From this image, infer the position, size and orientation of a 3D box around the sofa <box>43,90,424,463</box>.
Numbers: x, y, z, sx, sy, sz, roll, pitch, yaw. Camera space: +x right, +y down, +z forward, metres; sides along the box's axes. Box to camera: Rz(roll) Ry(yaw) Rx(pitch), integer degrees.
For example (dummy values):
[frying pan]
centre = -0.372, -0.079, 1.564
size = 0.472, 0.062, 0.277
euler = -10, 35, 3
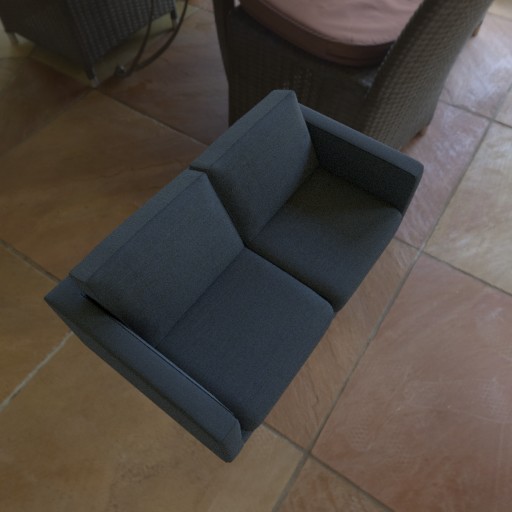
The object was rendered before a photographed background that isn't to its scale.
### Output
[sofa]
centre = 0.000, 0.000, 2.262
size = 0.999, 0.907, 1.659
euler = 32, 63, 18
